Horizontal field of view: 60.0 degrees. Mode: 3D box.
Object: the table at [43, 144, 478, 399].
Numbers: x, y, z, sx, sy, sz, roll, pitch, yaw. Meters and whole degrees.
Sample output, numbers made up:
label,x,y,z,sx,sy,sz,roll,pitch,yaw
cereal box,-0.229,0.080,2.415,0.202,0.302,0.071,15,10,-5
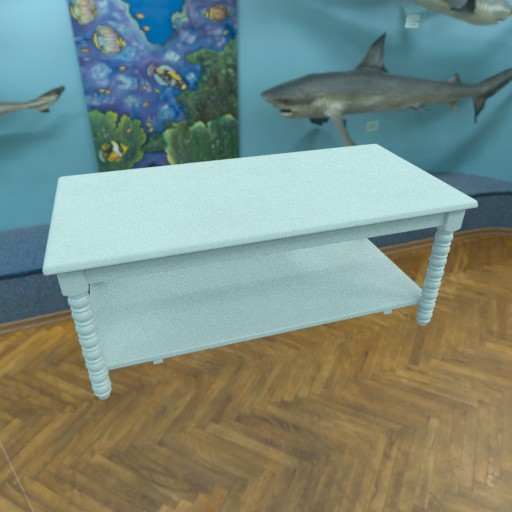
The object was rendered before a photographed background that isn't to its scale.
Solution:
label,x,y,z,sx,sy,sz,roll,pitch,yaw
table,0.000,0.000,1.484,1.171,0.487,0.580,-9,33,-15
